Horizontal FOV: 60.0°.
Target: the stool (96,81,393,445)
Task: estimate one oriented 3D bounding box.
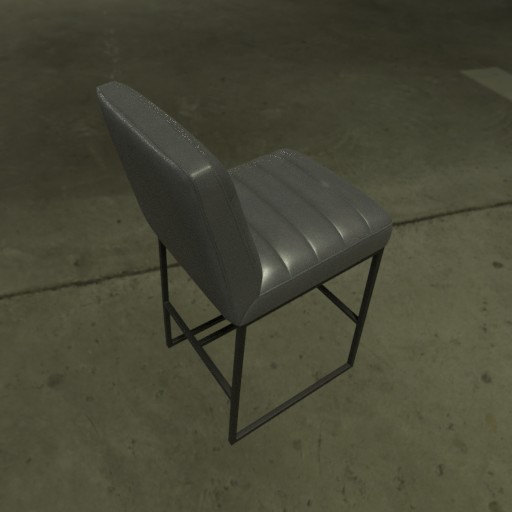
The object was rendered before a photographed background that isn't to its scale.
[{"bbox_3d":[0.000,0.000,1.225,0.552,0.938,0.457,-24,47,-25],"label":"stool"}]
